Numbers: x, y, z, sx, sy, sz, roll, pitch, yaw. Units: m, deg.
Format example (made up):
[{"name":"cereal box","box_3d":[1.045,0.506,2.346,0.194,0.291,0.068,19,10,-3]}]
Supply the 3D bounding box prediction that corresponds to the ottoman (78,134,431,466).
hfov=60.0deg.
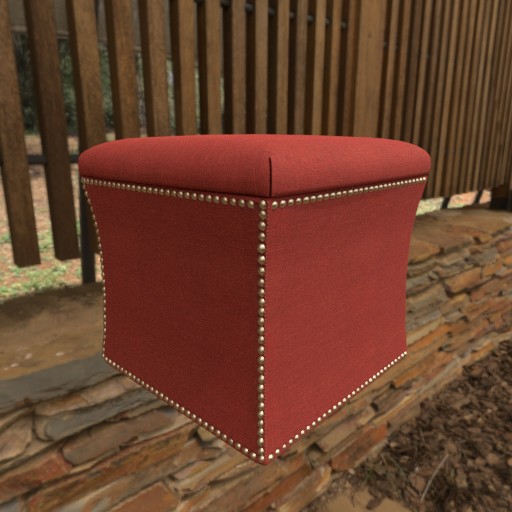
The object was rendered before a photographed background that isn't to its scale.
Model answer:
[{"name":"ottoman","box_3d":[0.000,0.000,0.897,0.507,0.475,0.497,14,20,41]}]
